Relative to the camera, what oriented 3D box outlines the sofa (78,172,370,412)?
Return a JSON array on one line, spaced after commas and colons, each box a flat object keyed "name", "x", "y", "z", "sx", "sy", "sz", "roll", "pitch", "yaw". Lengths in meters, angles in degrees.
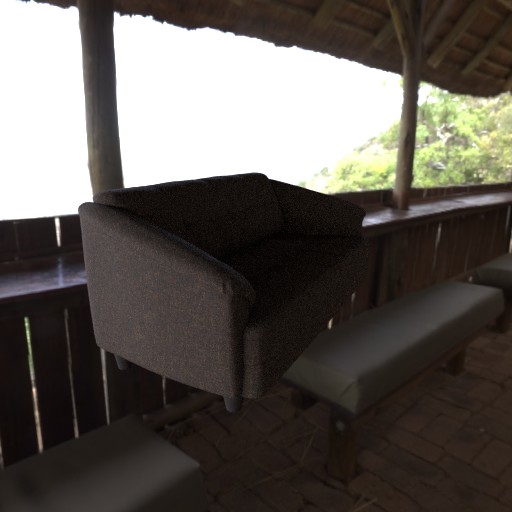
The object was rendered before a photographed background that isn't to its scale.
[{"name": "sofa", "x": 0.000, "y": 0.000, "z": 2.353, "sx": 0.887, "sy": 0.790, "sz": 1.849, "roll": 7, "pitch": 16, "yaw": 25}]
